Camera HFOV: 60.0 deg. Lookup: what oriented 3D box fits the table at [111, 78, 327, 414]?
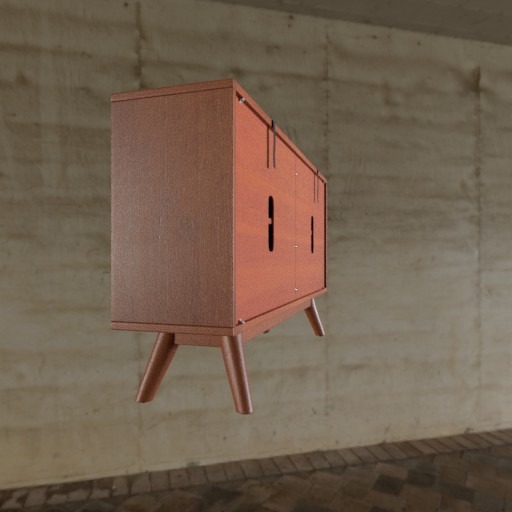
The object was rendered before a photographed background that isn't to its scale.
[{"bbox_3d":[0.000,0.000,1.494,0.308,0.698,1.220,0,0,18],"label":"table"}]
